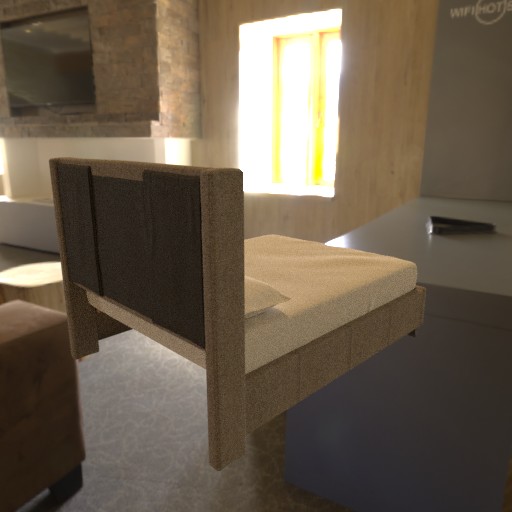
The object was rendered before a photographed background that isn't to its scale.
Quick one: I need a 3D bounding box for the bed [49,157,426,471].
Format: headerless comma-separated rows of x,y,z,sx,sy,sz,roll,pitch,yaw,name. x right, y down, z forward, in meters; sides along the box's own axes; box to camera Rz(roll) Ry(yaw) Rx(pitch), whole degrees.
0.000,0.000,3.341,1.714,1.476,2.245,14,20,43,bed
